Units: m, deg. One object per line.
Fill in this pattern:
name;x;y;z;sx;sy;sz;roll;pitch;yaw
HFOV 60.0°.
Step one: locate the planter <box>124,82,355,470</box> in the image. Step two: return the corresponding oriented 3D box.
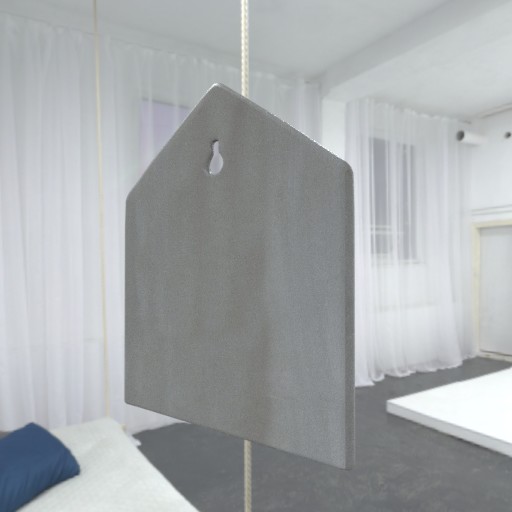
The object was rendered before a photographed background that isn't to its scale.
planter;0.000;0.000;0.277;0.163;0.194;0.080;0;-1;37
